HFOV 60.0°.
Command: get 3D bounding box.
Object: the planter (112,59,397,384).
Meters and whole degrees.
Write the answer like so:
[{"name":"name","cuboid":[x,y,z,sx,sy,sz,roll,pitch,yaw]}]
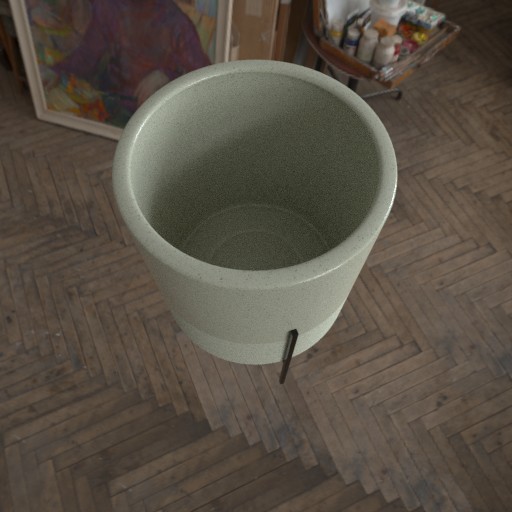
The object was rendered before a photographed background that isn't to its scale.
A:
[{"name":"planter","cuboid":[0.000,0.000,0.699,0.314,0.475,0.323,-16,65,-8]}]
